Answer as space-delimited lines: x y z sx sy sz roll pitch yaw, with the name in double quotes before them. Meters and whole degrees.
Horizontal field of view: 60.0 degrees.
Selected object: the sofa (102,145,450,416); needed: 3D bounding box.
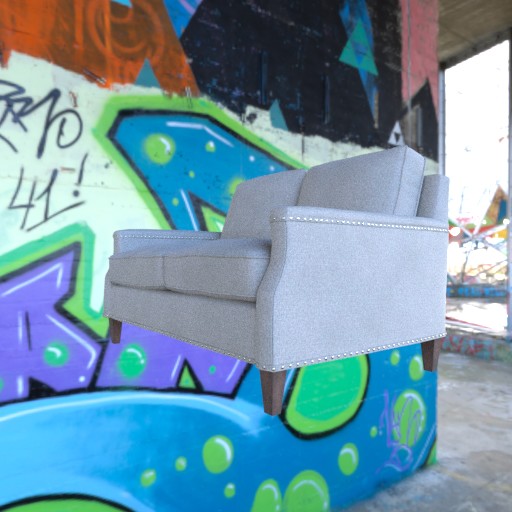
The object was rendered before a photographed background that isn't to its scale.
"sofa" 0.000 0.000 2.272 1.084 1.003 1.597 0 0 -37
